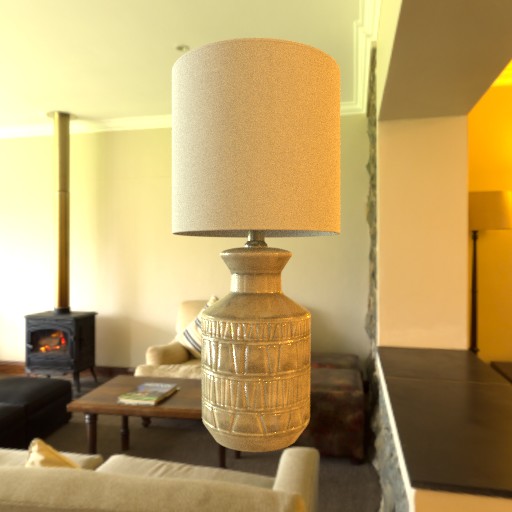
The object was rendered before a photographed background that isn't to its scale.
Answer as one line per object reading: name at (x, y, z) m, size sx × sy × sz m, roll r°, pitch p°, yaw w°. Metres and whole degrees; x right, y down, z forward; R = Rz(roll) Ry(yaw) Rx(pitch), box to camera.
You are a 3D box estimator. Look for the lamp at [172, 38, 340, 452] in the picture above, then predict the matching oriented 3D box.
lamp at (0.000, 0.000, 0.566) m, size 0.211 × 0.455 × 0.211 m, roll 0°, pitch 0°, yaw -37°
